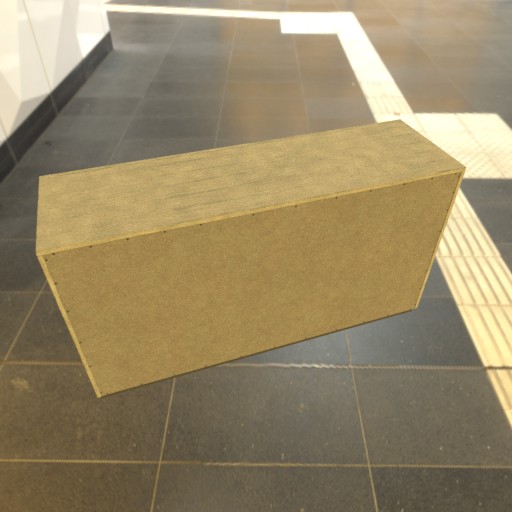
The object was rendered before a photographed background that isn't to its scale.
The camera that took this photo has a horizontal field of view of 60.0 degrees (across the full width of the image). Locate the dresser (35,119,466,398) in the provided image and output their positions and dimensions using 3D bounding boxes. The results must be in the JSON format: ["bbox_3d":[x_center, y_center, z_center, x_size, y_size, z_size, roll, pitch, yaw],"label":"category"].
[{"bbox_3d":[0.000,0.000,2.051,1.628,0.889,0.483,-13,43,-14],"label":"dresser"}]
